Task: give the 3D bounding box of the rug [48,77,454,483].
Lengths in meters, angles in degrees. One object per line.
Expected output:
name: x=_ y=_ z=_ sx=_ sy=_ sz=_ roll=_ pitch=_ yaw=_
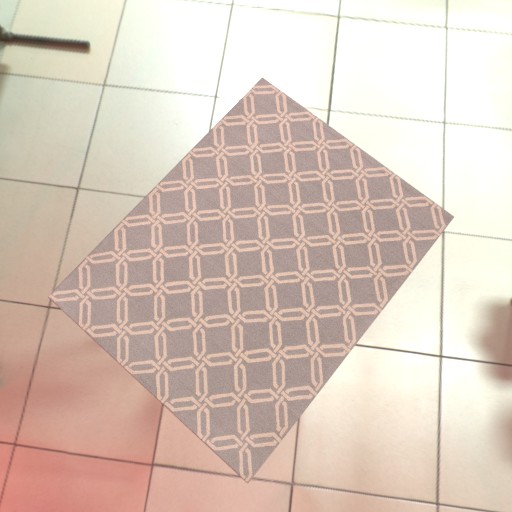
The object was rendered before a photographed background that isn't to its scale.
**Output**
rug: x=0.000 y=0.000 z=3.939 sx=2.288 sy=0.018 sz=2.895 roll=39 pitch=78 yaw=10
